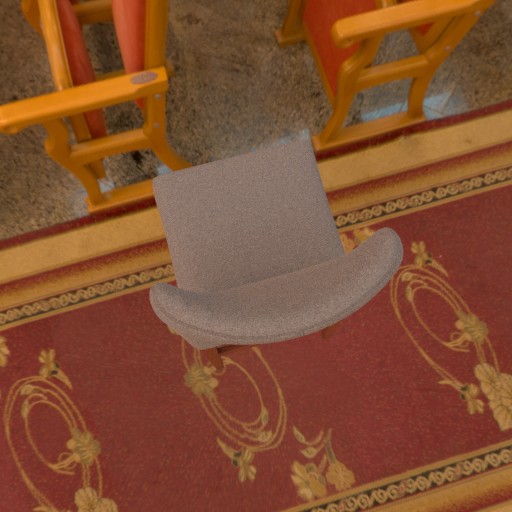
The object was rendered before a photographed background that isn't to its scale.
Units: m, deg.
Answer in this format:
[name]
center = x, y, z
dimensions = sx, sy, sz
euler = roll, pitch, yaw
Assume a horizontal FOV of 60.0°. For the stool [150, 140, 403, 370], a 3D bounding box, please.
[stool]
center = 0.000, 0.000, 1.274
dimensions = 0.481, 0.968, 0.568
euler = -15, 75, -4
